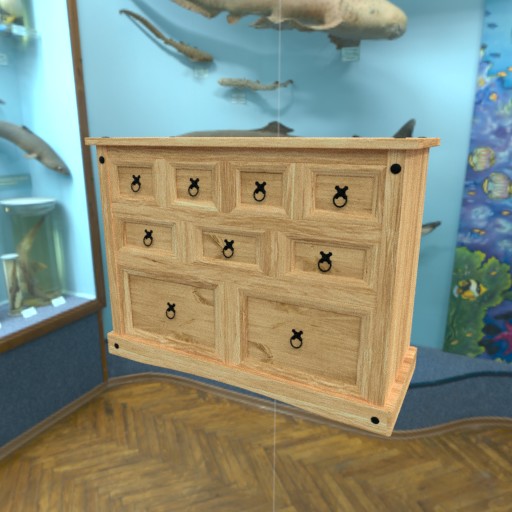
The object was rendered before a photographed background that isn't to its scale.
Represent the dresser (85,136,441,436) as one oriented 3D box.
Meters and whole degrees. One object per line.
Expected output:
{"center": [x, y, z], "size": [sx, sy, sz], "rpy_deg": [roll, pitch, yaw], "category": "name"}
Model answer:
{"center": [0.000, 0.000, 1.424], "size": [0.990, 0.740, 0.410], "rpy_deg": [8, 17, 27], "category": "dresser"}
